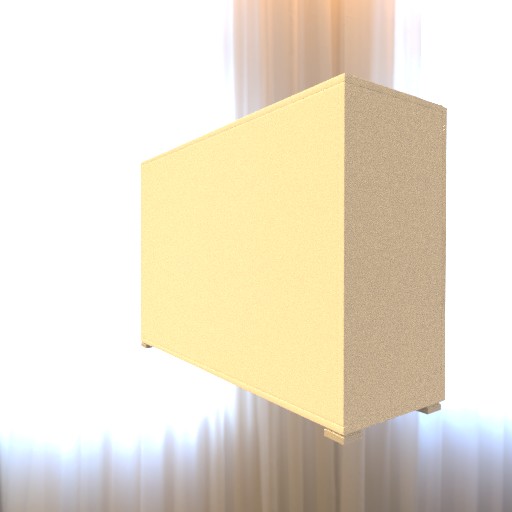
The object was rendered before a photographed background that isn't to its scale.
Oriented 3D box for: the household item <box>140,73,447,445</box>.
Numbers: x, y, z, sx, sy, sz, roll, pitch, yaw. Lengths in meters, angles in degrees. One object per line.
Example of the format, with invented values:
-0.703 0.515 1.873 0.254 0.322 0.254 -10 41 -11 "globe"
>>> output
0.000 0.000 1.683 0.420 0.867 1.300 -1 1 -35 "household item"
